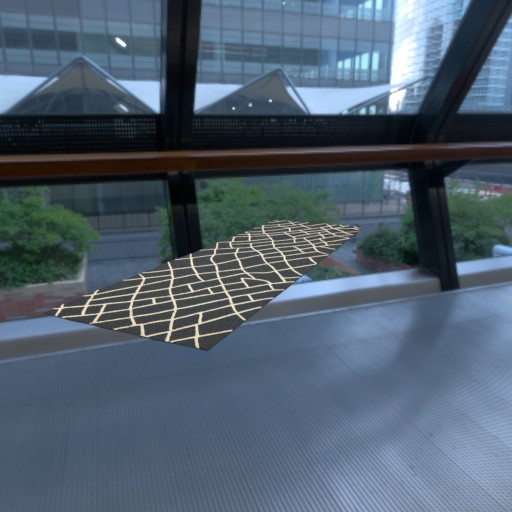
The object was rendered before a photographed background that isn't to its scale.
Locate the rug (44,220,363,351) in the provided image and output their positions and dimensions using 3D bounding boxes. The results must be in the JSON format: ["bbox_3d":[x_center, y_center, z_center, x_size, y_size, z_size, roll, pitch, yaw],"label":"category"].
[{"bbox_3d":[0.000,0.000,2.747,0.807,0.010,2.476,7,16,25],"label":"rug"}]
